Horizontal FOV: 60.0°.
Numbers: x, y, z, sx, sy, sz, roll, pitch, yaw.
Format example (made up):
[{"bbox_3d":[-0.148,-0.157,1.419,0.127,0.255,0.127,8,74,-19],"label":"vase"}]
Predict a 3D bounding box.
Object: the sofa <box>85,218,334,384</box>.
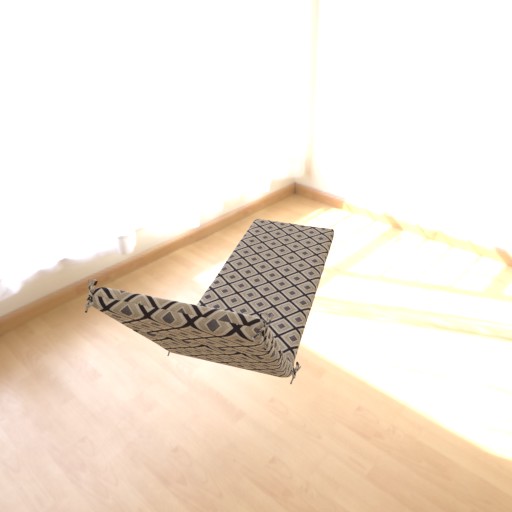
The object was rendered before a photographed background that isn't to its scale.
[{"bbox_3d":[0.000,0.000,2.003,0.582,0.622,1.663,9,32,14],"label":"sofa"}]
